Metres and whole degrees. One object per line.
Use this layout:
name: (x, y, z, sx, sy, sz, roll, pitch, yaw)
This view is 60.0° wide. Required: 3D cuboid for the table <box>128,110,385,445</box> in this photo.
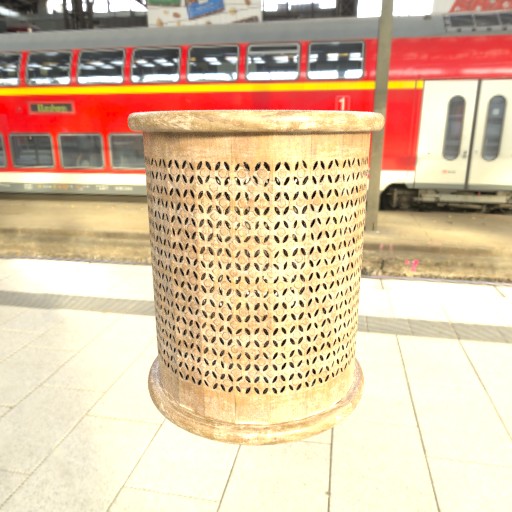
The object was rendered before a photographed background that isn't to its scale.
table: (0.000, 0.000, 0.792, 0.407, 0.482, 0.407, 0, 16, 0)
